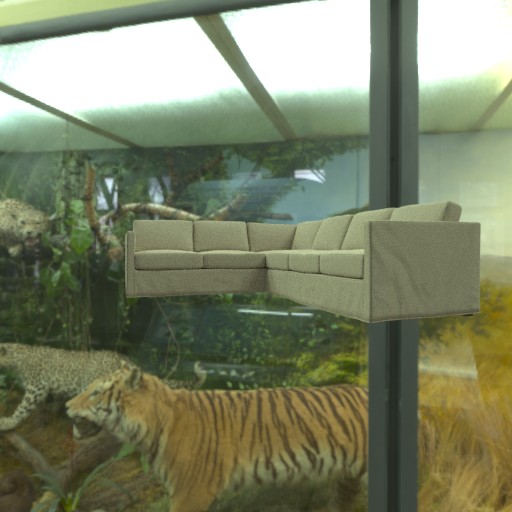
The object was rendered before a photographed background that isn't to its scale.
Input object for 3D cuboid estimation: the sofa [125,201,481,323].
[{"bbox_3d":[0.000,0.000,4.347,2.432,0.871,3.182,0,1,-17],"label":"sofa"}]
